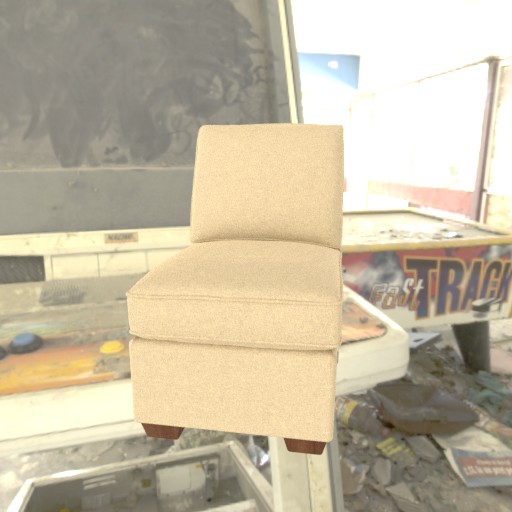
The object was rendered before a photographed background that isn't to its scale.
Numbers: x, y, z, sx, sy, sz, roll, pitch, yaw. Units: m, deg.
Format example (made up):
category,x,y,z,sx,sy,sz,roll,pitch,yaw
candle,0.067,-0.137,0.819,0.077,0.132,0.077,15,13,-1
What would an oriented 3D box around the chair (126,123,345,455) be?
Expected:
category,x,y,z,sx,sy,sz,roll,pitch,yaw
chair,0.000,0.000,1.610,0.621,0.970,0.938,2,13,9
